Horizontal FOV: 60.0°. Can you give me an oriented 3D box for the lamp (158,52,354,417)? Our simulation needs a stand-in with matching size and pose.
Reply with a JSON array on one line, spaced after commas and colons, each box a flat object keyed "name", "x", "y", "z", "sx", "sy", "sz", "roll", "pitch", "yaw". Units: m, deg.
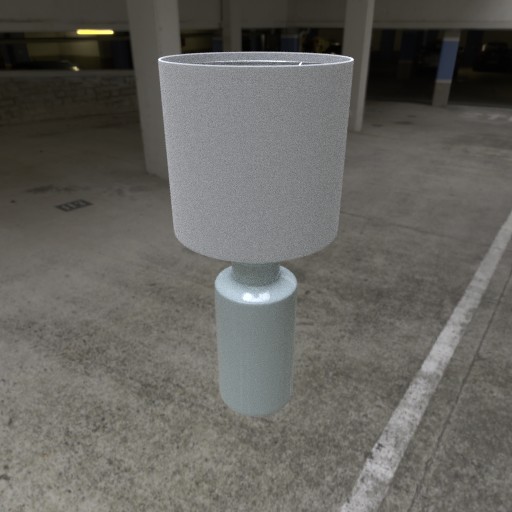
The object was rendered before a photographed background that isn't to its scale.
[{"name": "lamp", "x": 0.000, "y": 0.000, "z": 0.602, "sx": 0.212, "sy": 0.493, "sz": 0.212, "roll": 18, "pitch": 33, "yaw": 30}]
